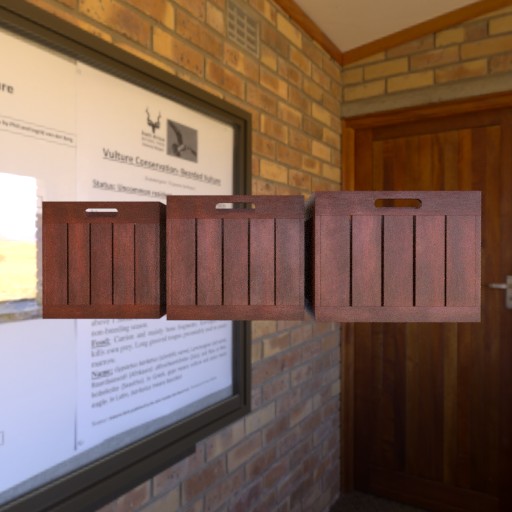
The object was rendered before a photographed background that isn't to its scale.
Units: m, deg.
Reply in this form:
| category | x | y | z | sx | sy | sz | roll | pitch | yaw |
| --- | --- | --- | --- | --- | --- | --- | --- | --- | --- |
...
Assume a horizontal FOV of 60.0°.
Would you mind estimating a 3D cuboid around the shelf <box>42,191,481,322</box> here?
| category | x | y | z | sx | sy | sz | roll | pitch | yaw |
| --- | --- | --- | --- | --- | --- | --- | --- | --- | --- |
| shelf | 0.000 | 0.000 | 1.246 | 1.064 | 0.311 | 0.393 | 0 | 0 | 0 |
